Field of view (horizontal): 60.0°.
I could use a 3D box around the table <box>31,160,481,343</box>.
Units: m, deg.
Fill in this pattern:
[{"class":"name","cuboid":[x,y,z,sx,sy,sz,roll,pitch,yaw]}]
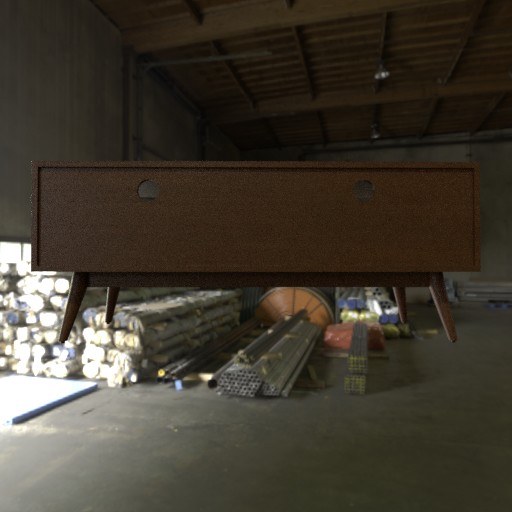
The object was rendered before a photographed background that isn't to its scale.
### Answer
[{"class":"table","cuboid":[0.000,0.000,1.348,1.119,0.464,0.490,0,-1,-1]}]
